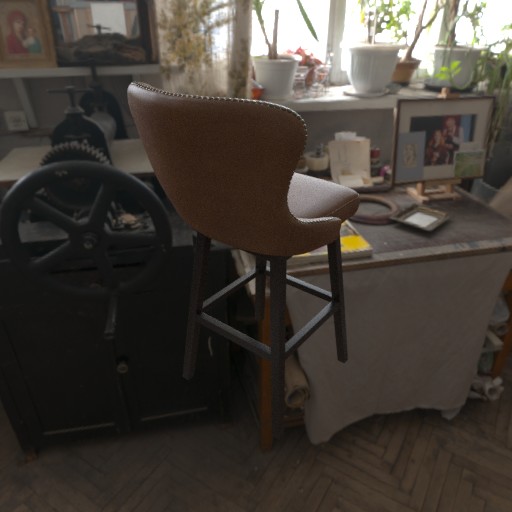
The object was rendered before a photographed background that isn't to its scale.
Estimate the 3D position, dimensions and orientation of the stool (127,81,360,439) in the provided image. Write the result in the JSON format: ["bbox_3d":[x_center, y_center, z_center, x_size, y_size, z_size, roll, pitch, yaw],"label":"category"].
[{"bbox_3d":[0.000,0.000,1.380,0.528,1.050,0.601,22,37,32],"label":"stool"}]
